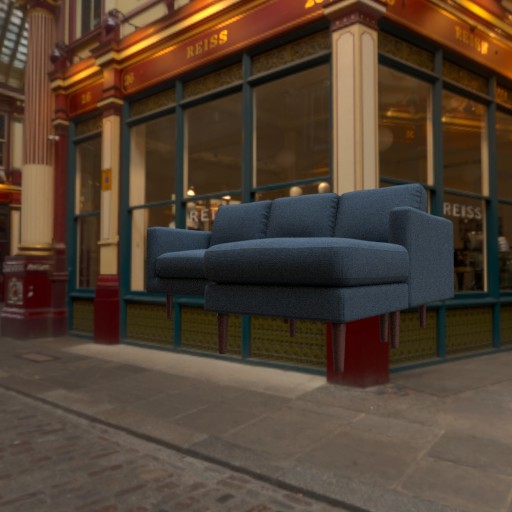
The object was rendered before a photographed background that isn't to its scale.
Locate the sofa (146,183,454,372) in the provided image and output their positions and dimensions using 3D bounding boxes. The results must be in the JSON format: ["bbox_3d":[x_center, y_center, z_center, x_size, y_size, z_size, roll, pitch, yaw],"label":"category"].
[{"bbox_3d":[0.000,0.000,2.886,2.055,0.957,1.667,-1,-2,37],"label":"sofa"}]
